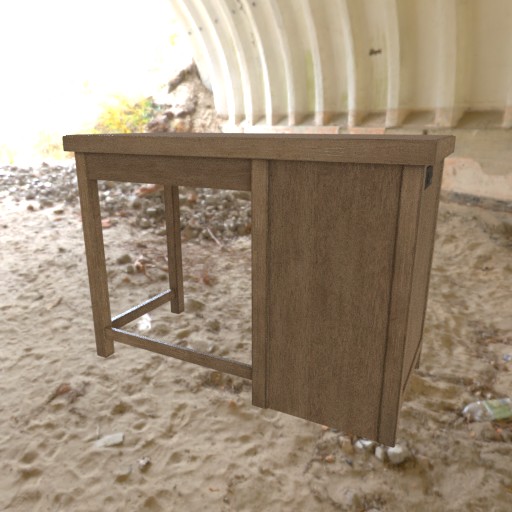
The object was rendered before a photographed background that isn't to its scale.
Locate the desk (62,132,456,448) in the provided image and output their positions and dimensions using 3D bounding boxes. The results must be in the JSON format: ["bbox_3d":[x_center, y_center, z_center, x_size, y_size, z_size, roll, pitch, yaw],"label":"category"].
[{"bbox_3d":[0.000,0.000,1.730,1.289,0.912,0.610,8,18,26],"label":"desk"}]
